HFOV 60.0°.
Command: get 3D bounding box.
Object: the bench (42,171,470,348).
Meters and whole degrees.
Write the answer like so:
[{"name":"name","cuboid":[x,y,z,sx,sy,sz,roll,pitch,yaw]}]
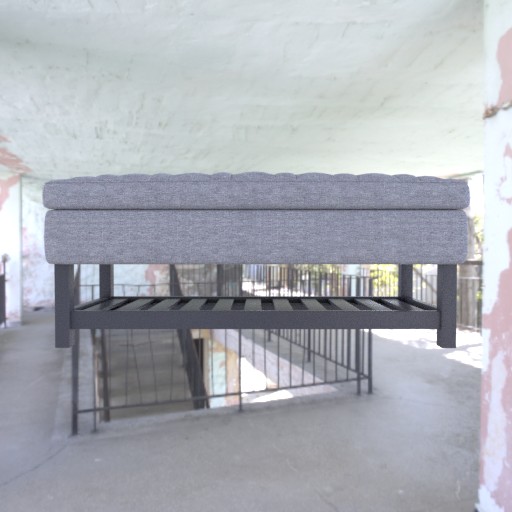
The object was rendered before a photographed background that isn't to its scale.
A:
[{"name":"bench","cuboid":[0.000,0.000,1.321,1.100,0.470,0.429,0,1,0]}]
